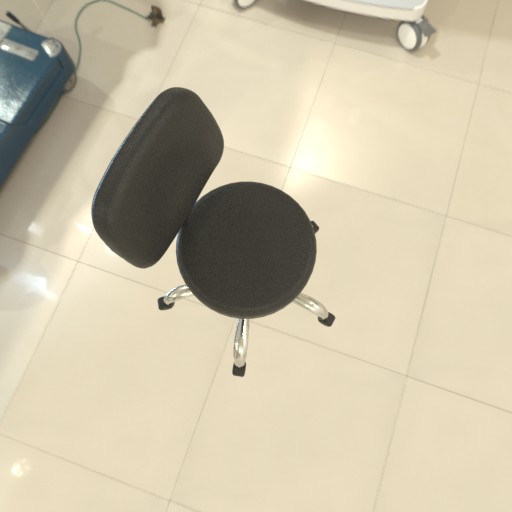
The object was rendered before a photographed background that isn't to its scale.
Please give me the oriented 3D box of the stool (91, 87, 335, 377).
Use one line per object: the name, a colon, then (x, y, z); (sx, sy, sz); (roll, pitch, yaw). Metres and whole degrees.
stool: (0.000, 0.000, 1.312); (0.648, 0.862, 0.673); (25, 75, 7)
